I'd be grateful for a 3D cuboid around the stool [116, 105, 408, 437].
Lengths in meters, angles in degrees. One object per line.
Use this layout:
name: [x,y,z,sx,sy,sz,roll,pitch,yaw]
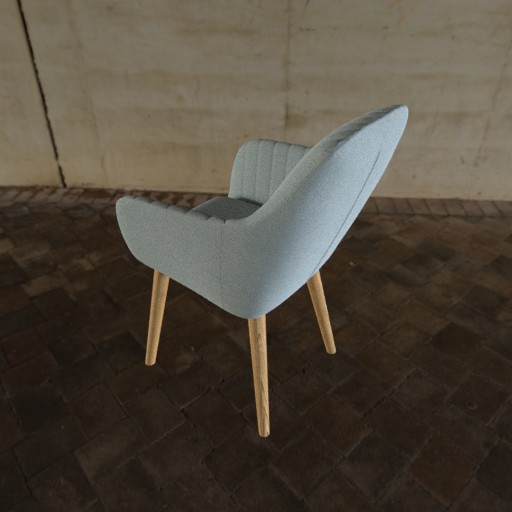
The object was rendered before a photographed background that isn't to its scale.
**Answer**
stool: [0.000,0.000,1.184,0.590,0.830,0.503,22,39,30]
